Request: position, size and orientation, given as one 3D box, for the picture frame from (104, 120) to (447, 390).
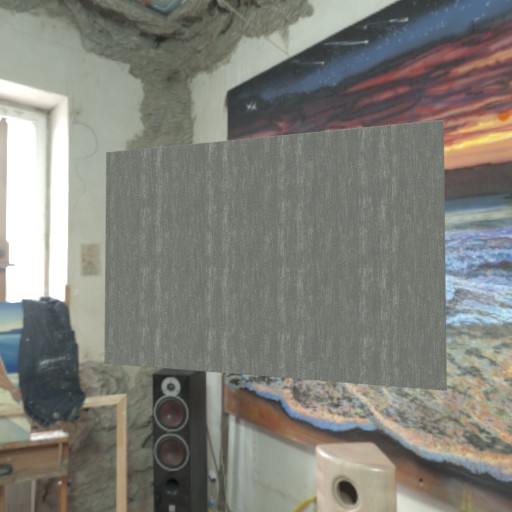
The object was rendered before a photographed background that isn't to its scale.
[{"bbox_3d":[0.000,0.000,1.209,0.950,0.640,0.029,-1,-2,18],"label":"picture frame"}]
